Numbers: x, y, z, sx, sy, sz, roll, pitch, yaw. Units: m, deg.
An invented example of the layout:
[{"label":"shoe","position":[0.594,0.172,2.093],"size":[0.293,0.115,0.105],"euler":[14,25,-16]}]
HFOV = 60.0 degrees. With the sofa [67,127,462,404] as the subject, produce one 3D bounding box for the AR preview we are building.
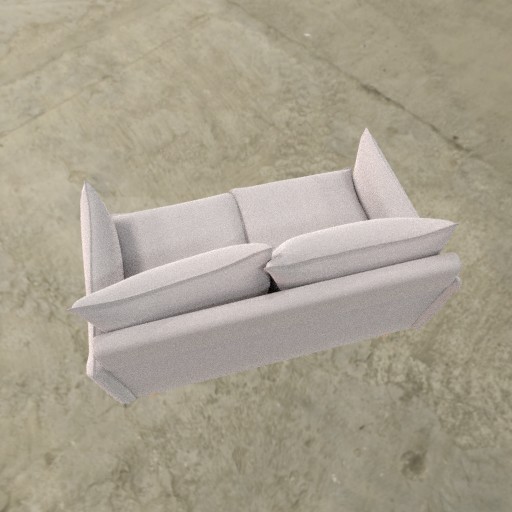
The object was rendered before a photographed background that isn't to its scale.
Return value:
[{"label":"sofa","position":[0.000,0.000,1.798],"size":[1.300,0.840,0.820],"euler":[-12,59,-8]}]
